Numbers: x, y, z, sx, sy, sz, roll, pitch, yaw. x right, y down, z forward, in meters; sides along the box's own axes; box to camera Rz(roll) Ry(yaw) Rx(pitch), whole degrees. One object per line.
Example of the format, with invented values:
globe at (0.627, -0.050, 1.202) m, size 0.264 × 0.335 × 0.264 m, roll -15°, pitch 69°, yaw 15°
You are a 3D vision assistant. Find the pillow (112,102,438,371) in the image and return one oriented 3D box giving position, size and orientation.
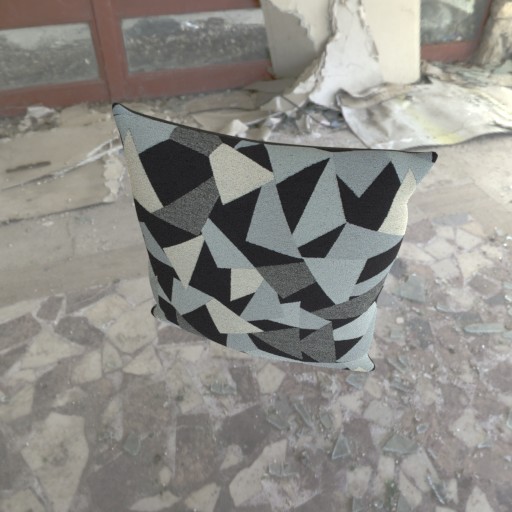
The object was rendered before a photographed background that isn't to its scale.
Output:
pillow at (0.000, 0.000, 0.792) m, size 0.503 × 0.496 × 0.208 m, roll 12°, pitch 43°, yaw 13°
